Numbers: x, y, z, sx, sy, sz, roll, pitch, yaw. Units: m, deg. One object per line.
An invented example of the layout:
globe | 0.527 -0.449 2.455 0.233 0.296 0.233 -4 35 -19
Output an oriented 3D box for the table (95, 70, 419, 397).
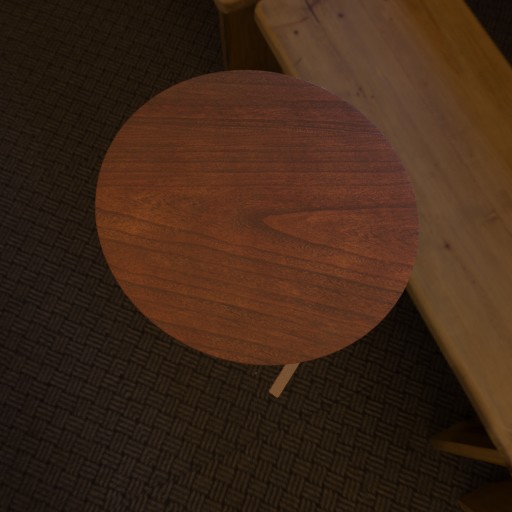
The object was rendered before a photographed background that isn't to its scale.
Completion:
table | 0.000 0.000 1.115 0.577 0.706 0.530 33 78 8
